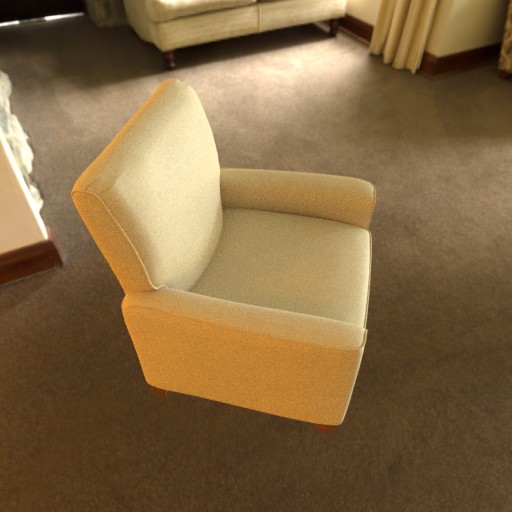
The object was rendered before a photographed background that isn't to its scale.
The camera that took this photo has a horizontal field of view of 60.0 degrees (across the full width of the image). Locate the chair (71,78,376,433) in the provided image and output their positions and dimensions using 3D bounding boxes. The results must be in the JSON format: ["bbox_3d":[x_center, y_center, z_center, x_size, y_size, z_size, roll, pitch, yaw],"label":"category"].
[{"bbox_3d":[0.000,0.000,1.635,0.858,1.023,0.841,9,46,9],"label":"chair"}]
